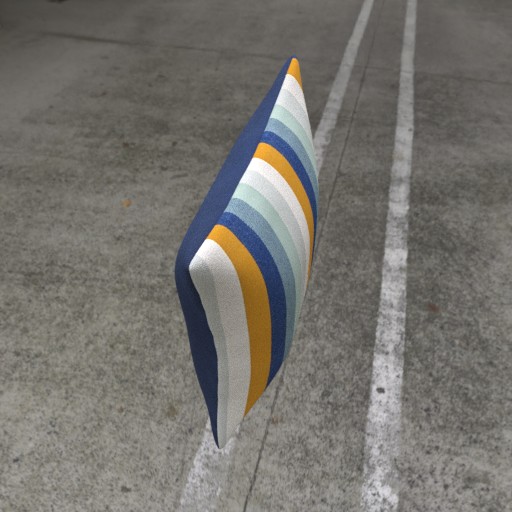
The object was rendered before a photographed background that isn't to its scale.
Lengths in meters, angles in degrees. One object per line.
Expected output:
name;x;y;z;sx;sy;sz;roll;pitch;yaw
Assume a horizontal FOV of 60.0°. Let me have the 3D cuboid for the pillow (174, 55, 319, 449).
pillow;0.000;0.000;0.714;0.173;0.454;0.463;11;48;10
